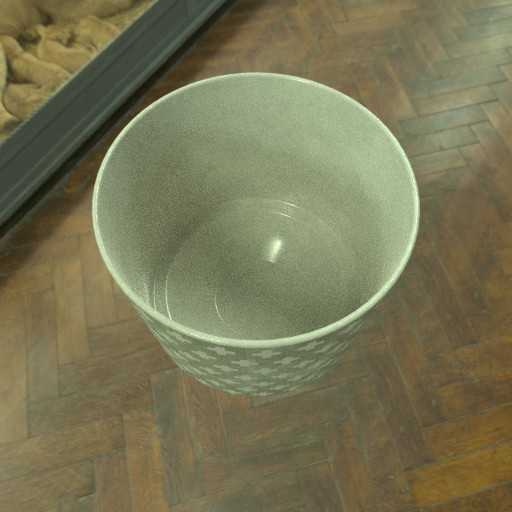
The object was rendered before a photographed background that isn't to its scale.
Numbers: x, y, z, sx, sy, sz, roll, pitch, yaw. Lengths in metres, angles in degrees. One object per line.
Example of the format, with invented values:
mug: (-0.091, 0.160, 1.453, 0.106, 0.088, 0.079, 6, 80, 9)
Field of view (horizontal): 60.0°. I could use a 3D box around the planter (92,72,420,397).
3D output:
planter: (0.000, 0.000, 0.340, 0.190, 0.181, 0.190, 0, 63, 0)
